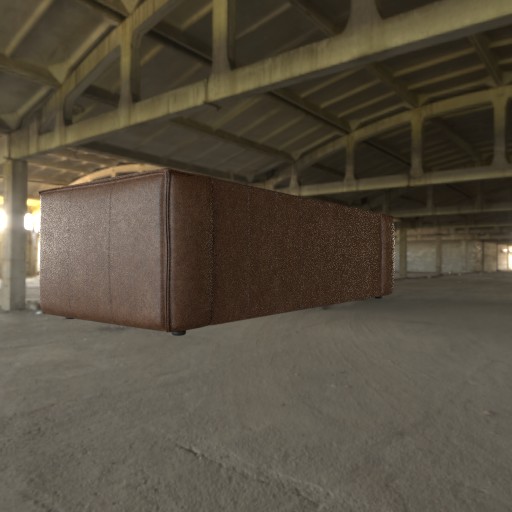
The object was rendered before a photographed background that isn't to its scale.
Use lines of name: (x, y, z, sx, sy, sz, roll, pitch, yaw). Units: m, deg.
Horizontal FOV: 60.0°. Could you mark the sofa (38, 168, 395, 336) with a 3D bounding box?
sofa: (0.000, 0.000, 3.079, 1.102, 0.701, 2.581, 0, 0, 37)
